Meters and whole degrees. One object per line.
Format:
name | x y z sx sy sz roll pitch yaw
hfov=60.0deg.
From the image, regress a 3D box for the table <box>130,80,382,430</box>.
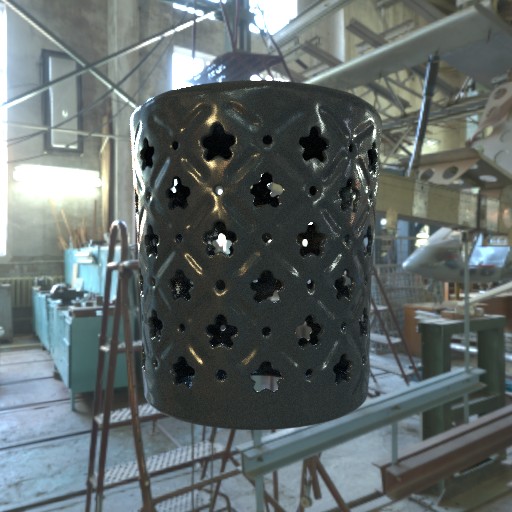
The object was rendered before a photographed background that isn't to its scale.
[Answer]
table | 0.000 0.000 0.644 0.352 0.387 0.352 0 1 0
